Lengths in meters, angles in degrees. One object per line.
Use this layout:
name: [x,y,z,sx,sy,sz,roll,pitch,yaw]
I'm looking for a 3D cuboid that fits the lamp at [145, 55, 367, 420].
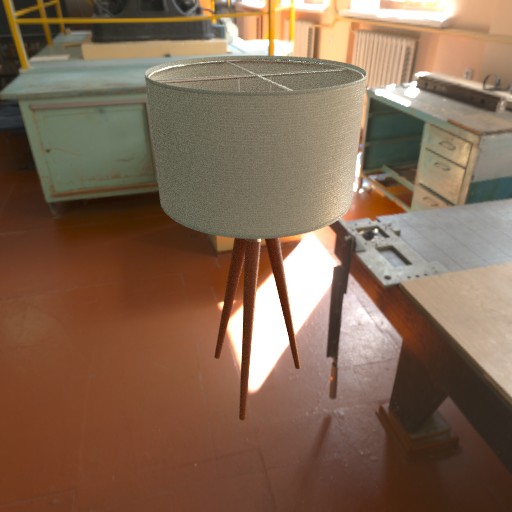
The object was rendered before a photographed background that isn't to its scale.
lamp: [0.000,0.000,0.905,0.355,0.709,0.354,11,33,17]
